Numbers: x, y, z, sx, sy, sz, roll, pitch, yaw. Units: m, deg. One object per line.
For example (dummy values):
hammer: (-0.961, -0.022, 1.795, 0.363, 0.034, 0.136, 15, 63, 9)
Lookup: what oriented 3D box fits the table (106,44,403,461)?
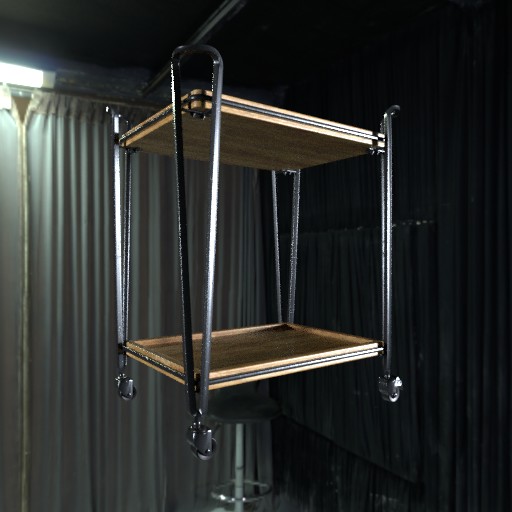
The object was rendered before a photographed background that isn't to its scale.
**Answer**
table: (0.000, 0.000, 1.197, 0.672, 0.785, 0.505, 0, 0, -36)
